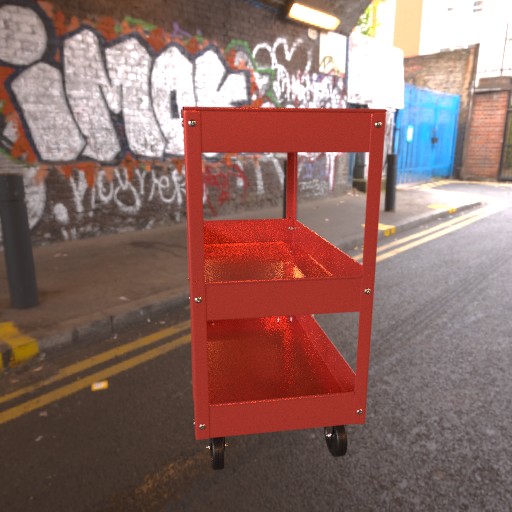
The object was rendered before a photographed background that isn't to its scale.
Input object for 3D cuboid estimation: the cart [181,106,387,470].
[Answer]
[{"bbox_3d":[0.000,0.000,1.166,0.366,0.780,0.719,-2,14,-9],"label":"cart"}]
